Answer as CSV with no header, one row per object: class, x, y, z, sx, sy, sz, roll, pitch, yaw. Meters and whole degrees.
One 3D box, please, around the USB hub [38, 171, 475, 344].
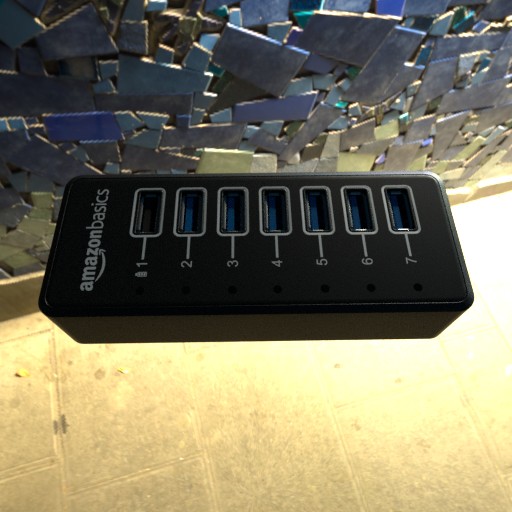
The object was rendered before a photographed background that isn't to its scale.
USB hub,0.000,0.000,0.129,0.110,0.023,0.044,-1,62,0
